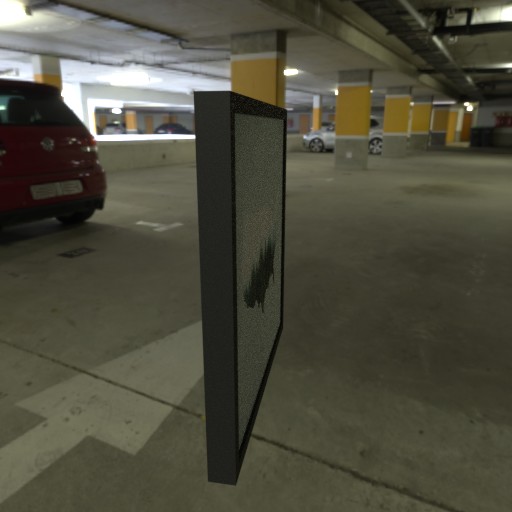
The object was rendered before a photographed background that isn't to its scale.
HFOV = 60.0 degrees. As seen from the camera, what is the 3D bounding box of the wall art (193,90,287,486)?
[{"bbox_3d":[0.000,0.000,0.780,0.040,0.509,0.509,3,16,10],"label":"wall art"}]
